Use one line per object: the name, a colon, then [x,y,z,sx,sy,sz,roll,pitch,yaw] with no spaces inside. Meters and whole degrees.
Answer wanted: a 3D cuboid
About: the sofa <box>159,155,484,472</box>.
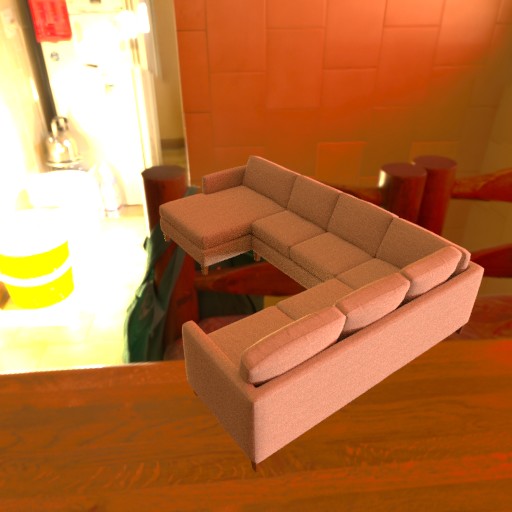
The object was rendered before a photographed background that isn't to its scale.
sofa: [0.000,0.000,4.605,2.594,0.961,3.460,-21,37,-30]
